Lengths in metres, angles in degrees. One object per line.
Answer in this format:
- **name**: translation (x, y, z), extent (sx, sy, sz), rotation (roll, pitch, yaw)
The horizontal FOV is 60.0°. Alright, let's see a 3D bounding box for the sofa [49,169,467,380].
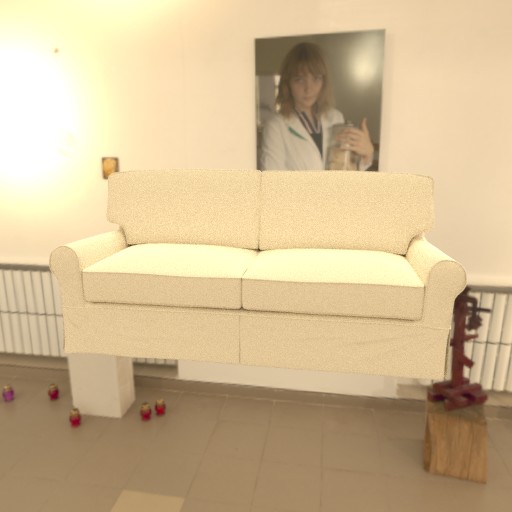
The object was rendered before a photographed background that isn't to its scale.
- **sofa**: translation (0.000, 0.000, 2.493), extent (2.021, 0.937, 0.862), rotation (2, 14, 9)
